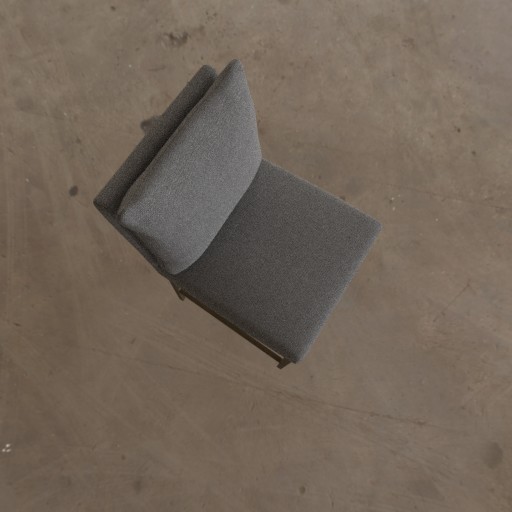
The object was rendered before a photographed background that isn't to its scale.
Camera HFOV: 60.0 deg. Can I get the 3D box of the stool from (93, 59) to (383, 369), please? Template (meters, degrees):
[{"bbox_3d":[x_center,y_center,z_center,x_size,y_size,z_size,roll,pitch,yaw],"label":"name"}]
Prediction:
[{"bbox_3d":[0.000,0.000,1.416,0.569,1.132,0.463,32,76,9],"label":"stool"}]
